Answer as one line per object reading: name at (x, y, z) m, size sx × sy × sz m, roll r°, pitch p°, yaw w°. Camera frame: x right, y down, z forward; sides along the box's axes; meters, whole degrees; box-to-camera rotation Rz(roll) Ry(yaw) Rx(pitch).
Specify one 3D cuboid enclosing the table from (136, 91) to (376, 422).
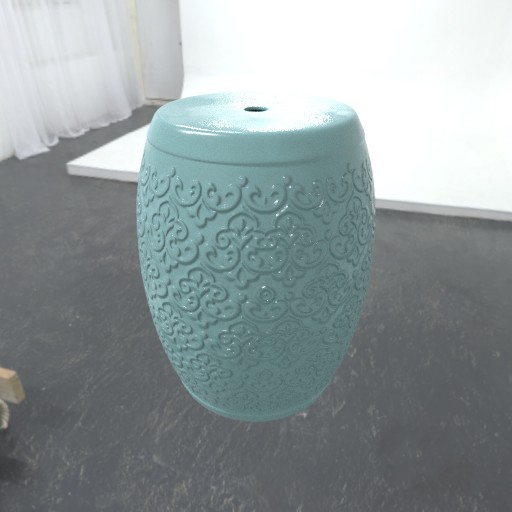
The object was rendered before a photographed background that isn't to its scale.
table at (0.000, 0.000, 0.612) m, size 0.309 × 0.397 × 0.309 m, roll 0°, pitch 30°, yaw 0°
